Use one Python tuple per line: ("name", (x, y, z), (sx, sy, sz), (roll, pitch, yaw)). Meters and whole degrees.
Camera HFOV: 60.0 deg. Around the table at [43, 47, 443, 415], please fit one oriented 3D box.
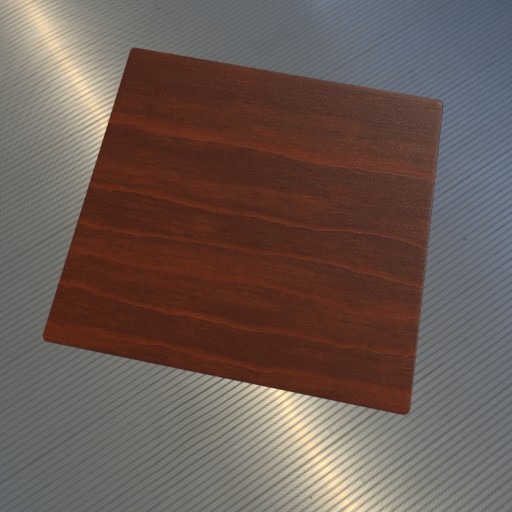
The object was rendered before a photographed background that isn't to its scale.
("table", (0.000, 0.000, 0.954), (0.533, 0.567, 0.500), (11, 76, 3))
